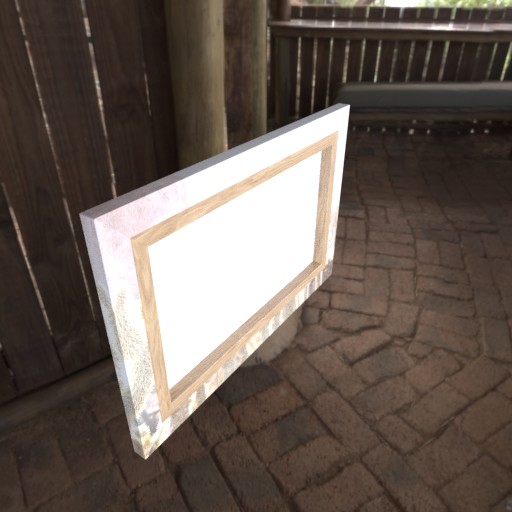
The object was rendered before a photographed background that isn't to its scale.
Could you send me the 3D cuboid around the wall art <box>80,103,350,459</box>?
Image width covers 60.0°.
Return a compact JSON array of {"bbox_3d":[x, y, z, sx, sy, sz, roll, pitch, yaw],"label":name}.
[{"bbox_3d":[0.000,0.000,1.169,0.040,0.608,0.916,20,37,29],"label":"wall art"}]
